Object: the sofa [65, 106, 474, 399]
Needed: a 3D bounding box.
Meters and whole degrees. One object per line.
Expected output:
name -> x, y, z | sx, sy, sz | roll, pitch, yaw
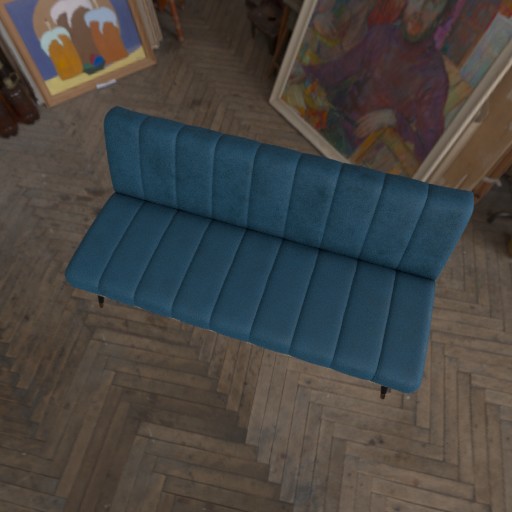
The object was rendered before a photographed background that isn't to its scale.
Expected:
sofa -> 0.000, 0.000, 2.268 | 1.810, 0.825, 0.830 | 16, 61, 9
